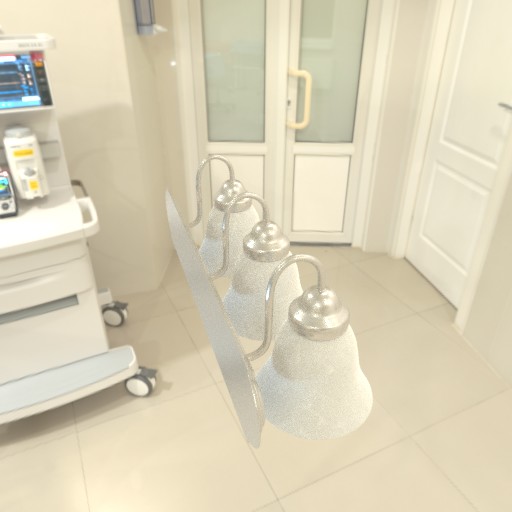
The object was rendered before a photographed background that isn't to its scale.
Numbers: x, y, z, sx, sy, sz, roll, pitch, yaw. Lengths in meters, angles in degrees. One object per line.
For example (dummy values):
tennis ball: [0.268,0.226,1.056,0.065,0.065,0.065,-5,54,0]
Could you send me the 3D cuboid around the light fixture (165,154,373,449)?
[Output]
light fixture: [0.000,0.000,0.713,0.199,0.222,0.610,-10,32,-16]
